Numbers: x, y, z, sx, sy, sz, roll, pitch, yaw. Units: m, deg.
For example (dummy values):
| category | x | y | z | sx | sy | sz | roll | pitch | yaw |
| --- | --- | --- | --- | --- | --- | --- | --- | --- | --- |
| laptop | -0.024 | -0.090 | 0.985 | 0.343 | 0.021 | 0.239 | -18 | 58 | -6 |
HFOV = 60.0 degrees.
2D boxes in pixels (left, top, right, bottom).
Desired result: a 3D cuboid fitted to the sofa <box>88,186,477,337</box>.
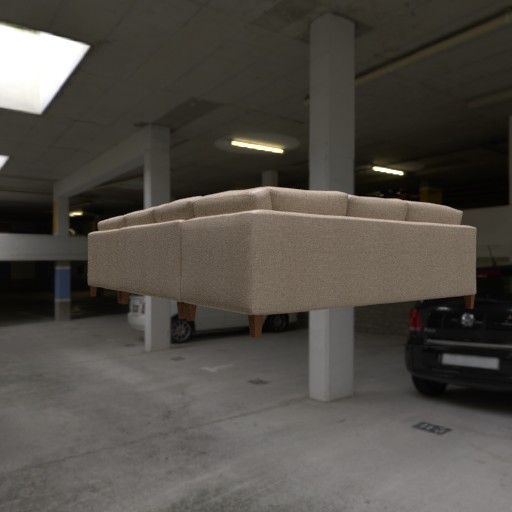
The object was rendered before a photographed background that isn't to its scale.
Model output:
| category | x | y | z | sx | sy | sz | roll | pitch | yaw |
| --- | --- | --- | --- | --- | --- | --- | --- | --- | --- |
| sofa | 0.000 | 0.000 | 4.711 | 2.594 | 0.961 | 3.460 | 0 | 0 | -36 |
